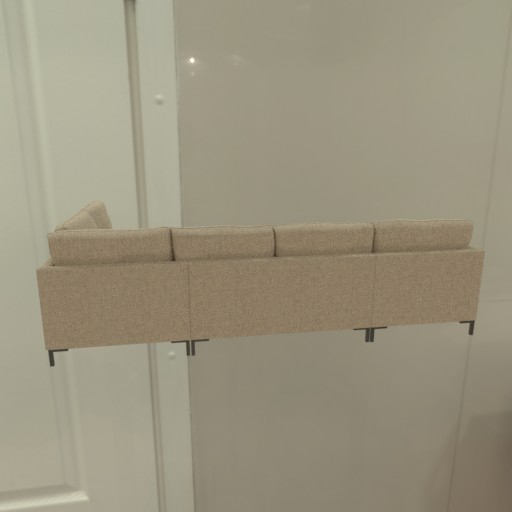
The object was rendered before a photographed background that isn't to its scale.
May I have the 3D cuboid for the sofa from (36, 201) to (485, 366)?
[{"bbox_3d":[0.000,0.000,4.265,3.423,0.996,2.021,-2,15,-9],"label":"sofa"}]
